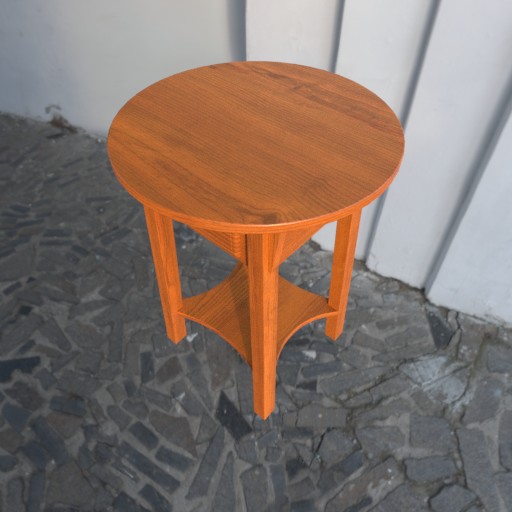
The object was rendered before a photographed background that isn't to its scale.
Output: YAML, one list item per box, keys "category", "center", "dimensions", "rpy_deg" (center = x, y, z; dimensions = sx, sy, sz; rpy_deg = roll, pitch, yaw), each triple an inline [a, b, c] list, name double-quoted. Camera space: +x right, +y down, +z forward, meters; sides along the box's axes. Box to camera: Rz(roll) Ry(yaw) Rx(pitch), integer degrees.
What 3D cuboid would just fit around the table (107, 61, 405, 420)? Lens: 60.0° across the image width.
- category: "table"
  center: [0.000, 0.000, 0.920]
  dimensions: [0.457, 0.610, 0.457]
  rpy_deg: [0, 47, 0]
